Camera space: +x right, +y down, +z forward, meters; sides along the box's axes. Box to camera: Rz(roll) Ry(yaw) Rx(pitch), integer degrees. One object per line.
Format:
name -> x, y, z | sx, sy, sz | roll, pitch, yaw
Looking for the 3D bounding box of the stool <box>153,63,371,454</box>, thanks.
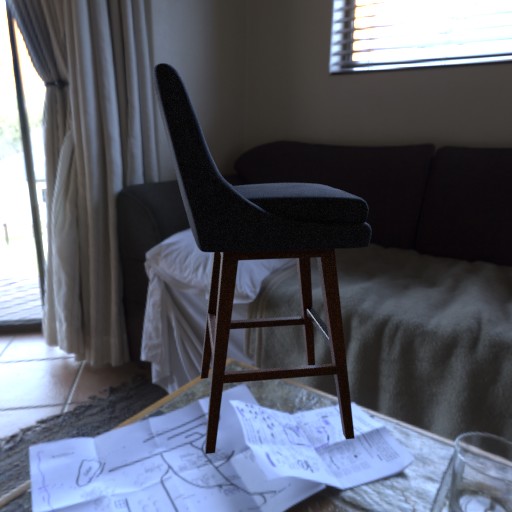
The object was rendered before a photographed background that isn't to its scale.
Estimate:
stool -> 0.000, 0.000, 1.404 | 0.572, 1.068, 0.489 | -2, 15, -8
